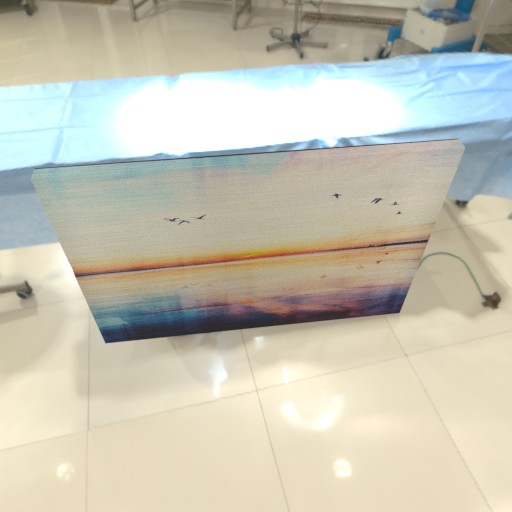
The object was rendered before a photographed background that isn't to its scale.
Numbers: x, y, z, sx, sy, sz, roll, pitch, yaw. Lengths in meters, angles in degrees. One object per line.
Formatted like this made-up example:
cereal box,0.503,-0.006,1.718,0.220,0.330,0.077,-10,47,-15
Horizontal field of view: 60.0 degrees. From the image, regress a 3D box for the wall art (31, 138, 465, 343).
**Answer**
wall art,0.000,0.000,1.154,0.911,0.605,0.037,-5,47,-5
